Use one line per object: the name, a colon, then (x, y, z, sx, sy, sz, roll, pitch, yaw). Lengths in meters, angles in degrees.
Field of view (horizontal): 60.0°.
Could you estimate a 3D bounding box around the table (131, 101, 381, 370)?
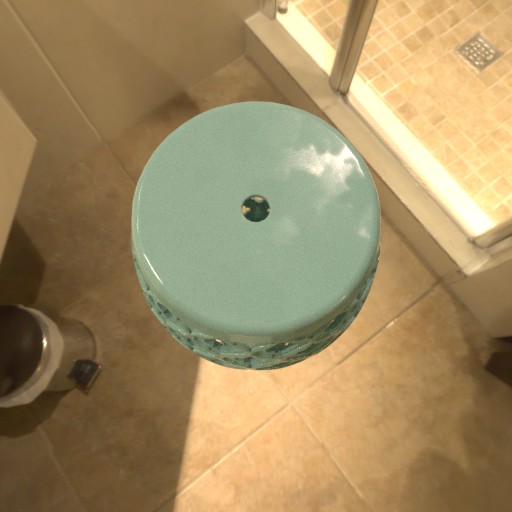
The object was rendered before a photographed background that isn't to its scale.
table: (0.000, 0.000, 0.646, 0.325, 0.388, 0.325, 0, 75, 0)
